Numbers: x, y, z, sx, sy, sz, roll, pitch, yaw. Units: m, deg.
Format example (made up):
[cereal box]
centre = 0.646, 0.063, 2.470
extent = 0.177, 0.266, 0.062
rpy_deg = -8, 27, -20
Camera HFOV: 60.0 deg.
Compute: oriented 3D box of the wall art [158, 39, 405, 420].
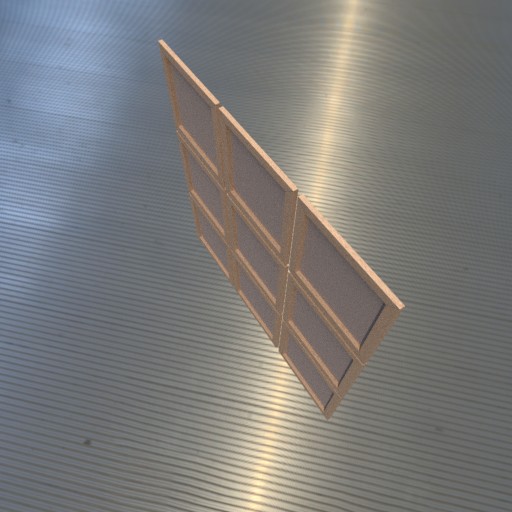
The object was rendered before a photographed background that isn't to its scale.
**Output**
[wall art]
centre = 0.000, 0.000, 1.347
extent = 0.012, 0.910, 0.917
rpy_deg = -29, 63, -17
